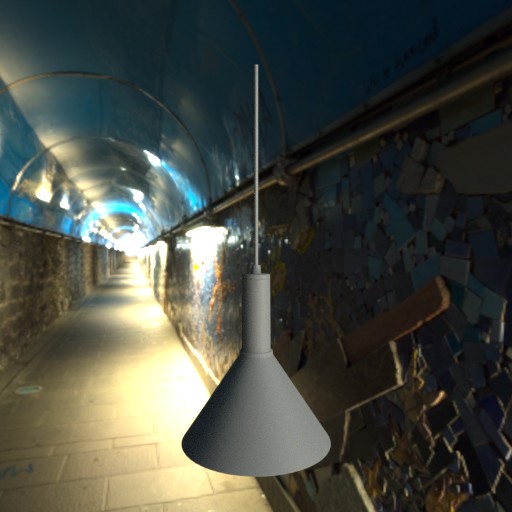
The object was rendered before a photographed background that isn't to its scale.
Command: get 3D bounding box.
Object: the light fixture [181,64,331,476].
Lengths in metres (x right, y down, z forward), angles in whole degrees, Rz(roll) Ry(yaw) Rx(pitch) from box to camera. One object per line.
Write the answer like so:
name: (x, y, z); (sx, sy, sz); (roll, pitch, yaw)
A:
light fixture: (0.000, 0.000, 0.798); (0.267, 0.683, 0.267); (0, 1, 0)
